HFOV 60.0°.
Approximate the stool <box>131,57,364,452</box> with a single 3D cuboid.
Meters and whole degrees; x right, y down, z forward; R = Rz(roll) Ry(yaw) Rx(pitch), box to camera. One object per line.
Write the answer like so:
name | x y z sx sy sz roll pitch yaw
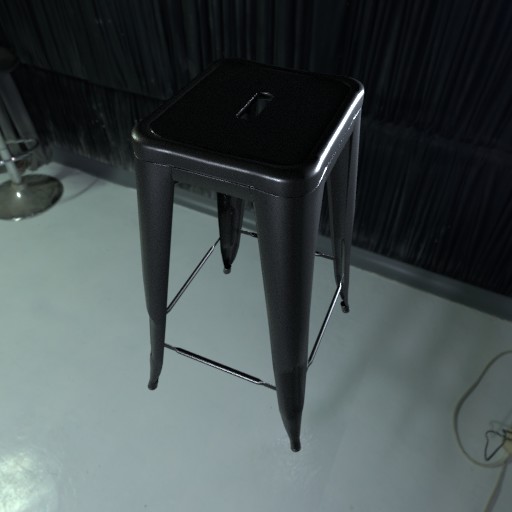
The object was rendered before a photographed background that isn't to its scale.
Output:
stool | 0.000 0.000 0.838 0.359 0.609 0.399 17 48 16
